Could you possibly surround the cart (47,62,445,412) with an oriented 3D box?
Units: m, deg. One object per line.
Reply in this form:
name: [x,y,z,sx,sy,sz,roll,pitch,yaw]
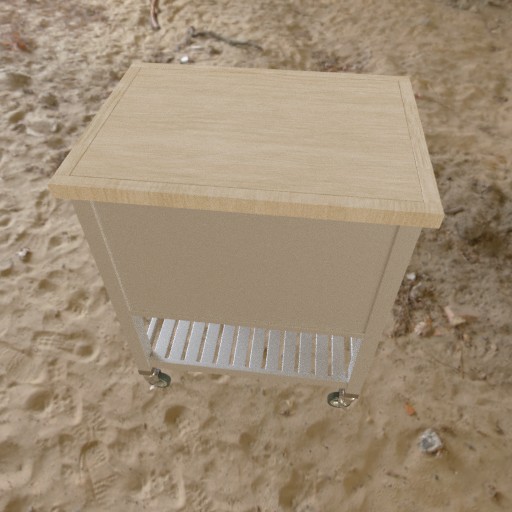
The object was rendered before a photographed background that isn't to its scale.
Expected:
cart: [0.000,0.000,1.365,0.762,0.914,0.559,5,47,5]
